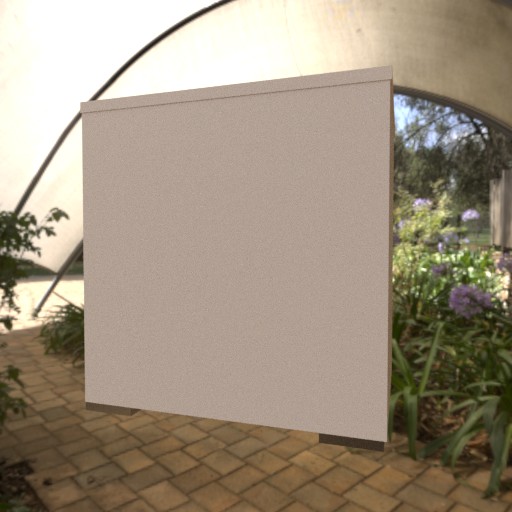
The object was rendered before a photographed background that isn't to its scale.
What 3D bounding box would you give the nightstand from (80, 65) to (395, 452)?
[{"bbox_3d":[0.000,0.000,0.749,0.441,0.460,0.325,1,2,18],"label":"nightstand"}]
